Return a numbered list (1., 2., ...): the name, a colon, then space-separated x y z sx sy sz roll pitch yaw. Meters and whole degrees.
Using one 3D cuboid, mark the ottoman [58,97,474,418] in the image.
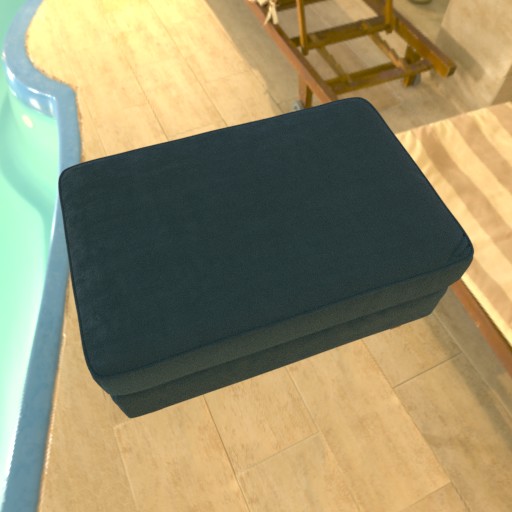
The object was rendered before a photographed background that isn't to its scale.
1. ottoman: 0.000 0.000 1.200 0.862 0.484 0.583 -17 59 -10
